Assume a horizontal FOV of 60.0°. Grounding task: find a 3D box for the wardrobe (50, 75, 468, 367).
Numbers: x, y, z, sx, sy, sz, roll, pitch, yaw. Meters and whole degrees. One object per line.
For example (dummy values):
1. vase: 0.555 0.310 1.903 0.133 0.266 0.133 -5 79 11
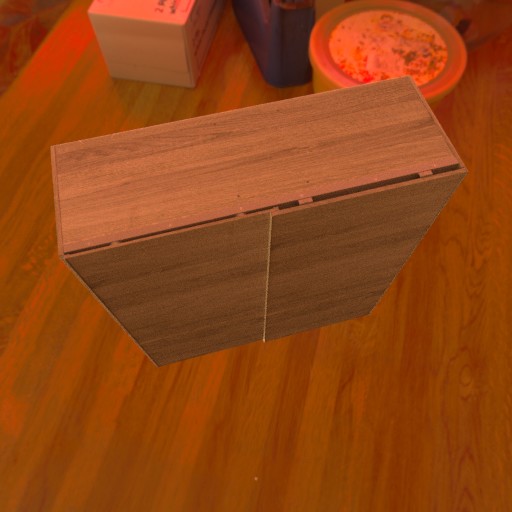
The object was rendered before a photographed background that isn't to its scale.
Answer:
1. wardrobe: 0.000 0.000 2.865 1.780 1.960 0.629 -13 64 -7
